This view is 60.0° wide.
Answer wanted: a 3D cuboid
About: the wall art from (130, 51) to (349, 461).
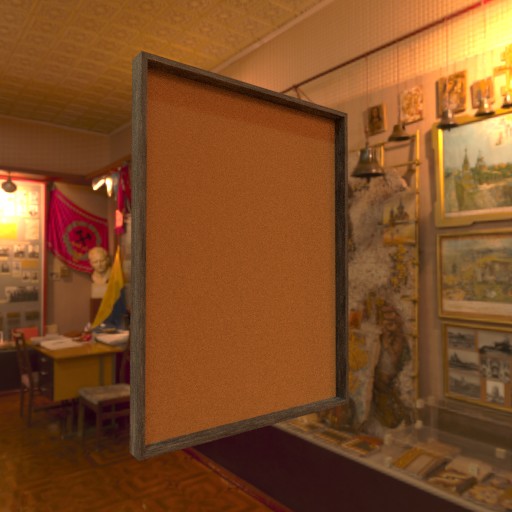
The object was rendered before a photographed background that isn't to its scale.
[{"bbox_3d":[0.000,0.000,1.350,0.762,1.016,0.063,1,-2,-37],"label":"wall art"}]
